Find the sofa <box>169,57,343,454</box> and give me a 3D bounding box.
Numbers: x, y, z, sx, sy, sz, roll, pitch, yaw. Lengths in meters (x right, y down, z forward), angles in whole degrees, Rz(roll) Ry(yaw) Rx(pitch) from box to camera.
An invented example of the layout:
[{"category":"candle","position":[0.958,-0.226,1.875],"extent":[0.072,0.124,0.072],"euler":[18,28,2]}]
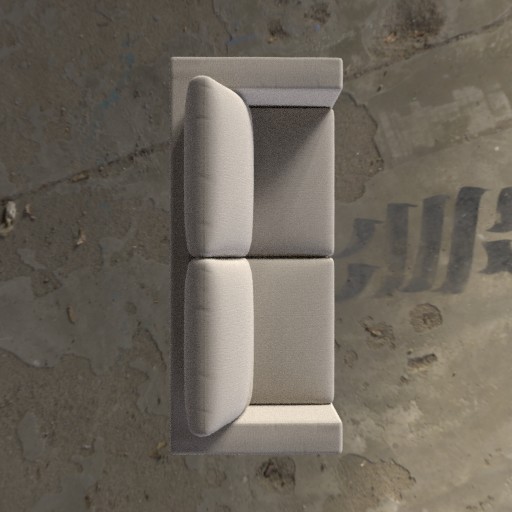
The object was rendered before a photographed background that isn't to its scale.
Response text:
[{"category":"sofa","position":[0.000,0.000,2.585],"extent":[0.954,0.881,2.163],"euler":[0,90,-1]}]
